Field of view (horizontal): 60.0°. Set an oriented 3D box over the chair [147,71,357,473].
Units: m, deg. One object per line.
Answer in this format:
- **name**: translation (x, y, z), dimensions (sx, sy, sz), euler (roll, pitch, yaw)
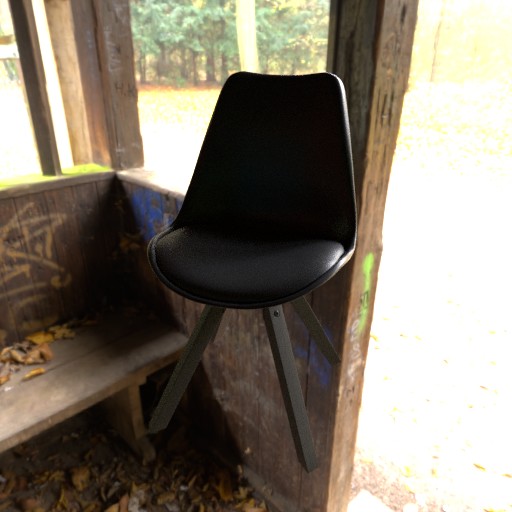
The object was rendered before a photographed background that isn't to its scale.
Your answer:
- **chair**: translation (0.000, 0.000, 1.129), dimensions (0.485, 0.850, 0.530), euler (7, 26, 15)
